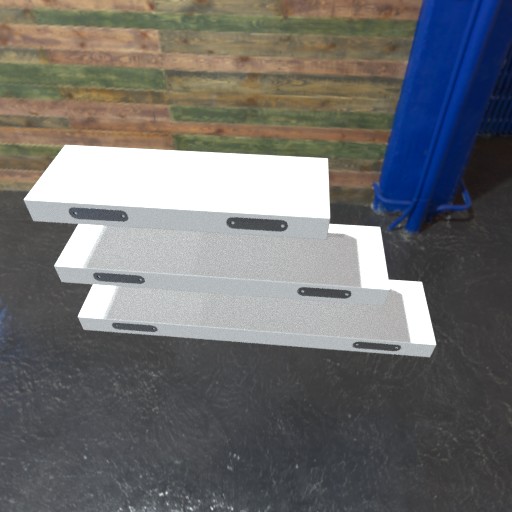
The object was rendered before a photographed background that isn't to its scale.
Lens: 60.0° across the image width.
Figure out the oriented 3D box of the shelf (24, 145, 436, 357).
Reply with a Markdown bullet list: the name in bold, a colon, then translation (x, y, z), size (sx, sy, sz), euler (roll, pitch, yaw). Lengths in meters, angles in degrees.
- **shelf**: translation (0.000, 0.000, 0.722), size (0.610, 0.293, 0.140), euler (4, 45, 4)
